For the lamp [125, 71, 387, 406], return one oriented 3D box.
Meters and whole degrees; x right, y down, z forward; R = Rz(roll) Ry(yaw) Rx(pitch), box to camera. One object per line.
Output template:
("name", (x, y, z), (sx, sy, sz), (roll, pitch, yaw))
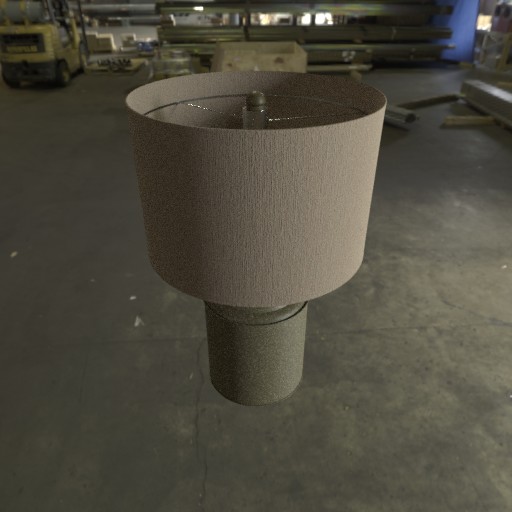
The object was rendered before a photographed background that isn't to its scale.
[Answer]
("lamp", (0.000, 0.000, 0.682), (0.318, 0.486, 0.318), (0, 32, 0))
